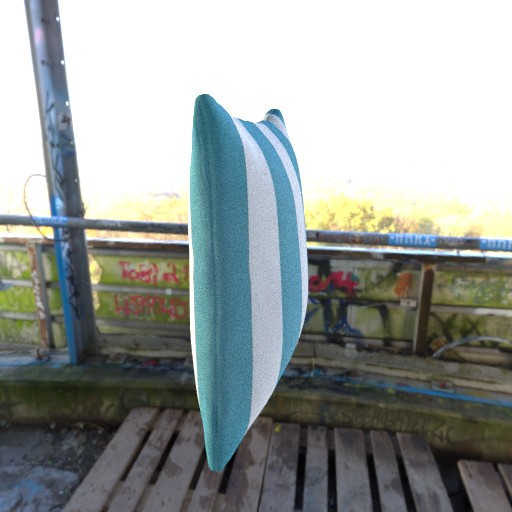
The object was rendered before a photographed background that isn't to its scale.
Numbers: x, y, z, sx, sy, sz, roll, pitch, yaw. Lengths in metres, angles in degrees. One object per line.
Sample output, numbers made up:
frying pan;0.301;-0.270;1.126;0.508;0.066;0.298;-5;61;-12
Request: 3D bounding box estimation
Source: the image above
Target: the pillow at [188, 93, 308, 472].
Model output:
pillow;0.000;0.000;0.804;0.189;0.526;0.536;3;17;10
